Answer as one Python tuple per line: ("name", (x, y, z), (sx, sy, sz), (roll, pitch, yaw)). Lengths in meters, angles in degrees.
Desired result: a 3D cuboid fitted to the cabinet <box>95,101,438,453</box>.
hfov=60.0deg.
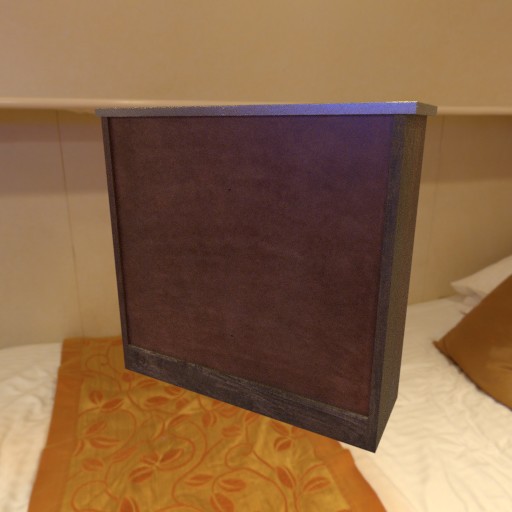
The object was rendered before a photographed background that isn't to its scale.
("cabinet", (0.000, 0.000, 1.443), (0.968, 0.919, 0.338), (9, 19, 27))
